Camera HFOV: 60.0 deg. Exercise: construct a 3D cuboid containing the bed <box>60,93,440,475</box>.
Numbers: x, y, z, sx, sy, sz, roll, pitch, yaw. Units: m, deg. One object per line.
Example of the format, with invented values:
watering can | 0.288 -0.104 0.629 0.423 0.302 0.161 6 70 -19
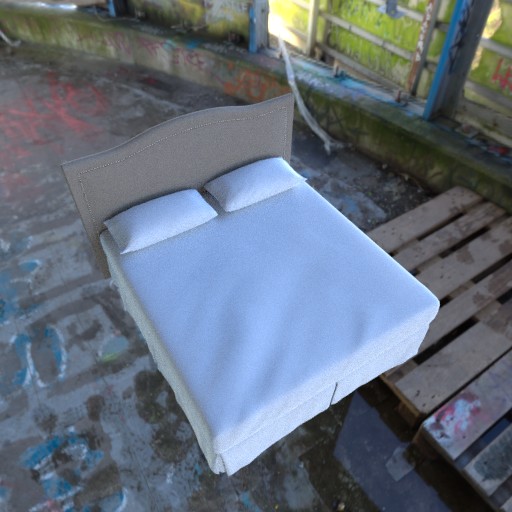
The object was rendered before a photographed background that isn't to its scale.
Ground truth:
bed | 0.000 0.000 3.463 2.083 1.421 2.182 -25 52 -21
